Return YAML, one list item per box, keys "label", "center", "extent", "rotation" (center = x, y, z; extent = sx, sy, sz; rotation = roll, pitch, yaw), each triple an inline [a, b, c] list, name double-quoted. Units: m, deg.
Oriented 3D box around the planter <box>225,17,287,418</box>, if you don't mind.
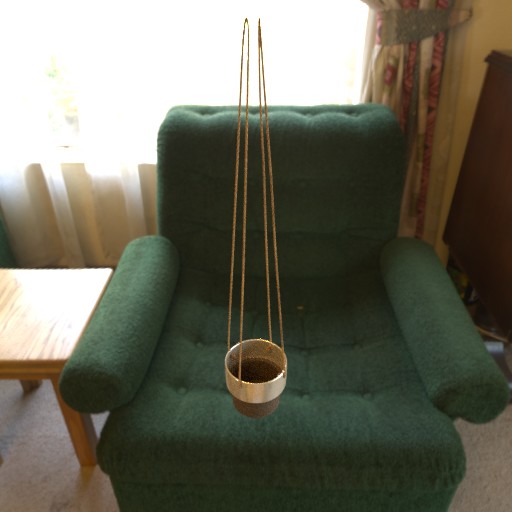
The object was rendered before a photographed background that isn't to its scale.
- label: "planter"
  center: [0.000, 0.000, 1.127]
  extent: [0.187, 1.073, 0.187]
  rotation: [-9, 33, -13]
